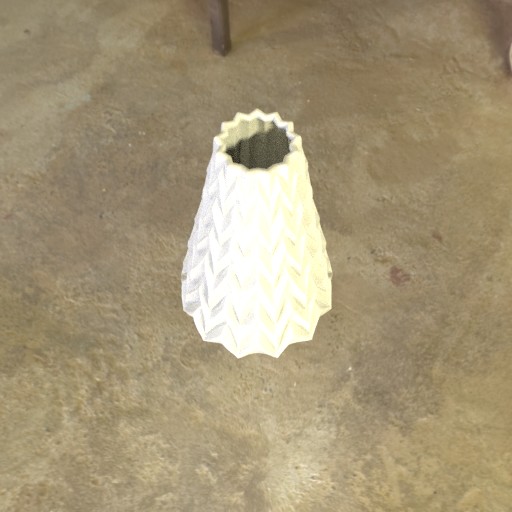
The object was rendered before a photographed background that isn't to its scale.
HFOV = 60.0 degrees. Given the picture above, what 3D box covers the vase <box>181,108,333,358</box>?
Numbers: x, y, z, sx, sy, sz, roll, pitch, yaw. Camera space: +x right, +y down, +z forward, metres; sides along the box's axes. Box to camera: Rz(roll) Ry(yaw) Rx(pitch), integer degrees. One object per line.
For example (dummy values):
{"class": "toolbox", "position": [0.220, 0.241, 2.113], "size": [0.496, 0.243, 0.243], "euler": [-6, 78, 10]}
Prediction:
{"class": "vase", "position": [0.000, 0.000, 0.425], "size": [0.167, 0.328, 0.167], "euler": [0, 63, 0]}
